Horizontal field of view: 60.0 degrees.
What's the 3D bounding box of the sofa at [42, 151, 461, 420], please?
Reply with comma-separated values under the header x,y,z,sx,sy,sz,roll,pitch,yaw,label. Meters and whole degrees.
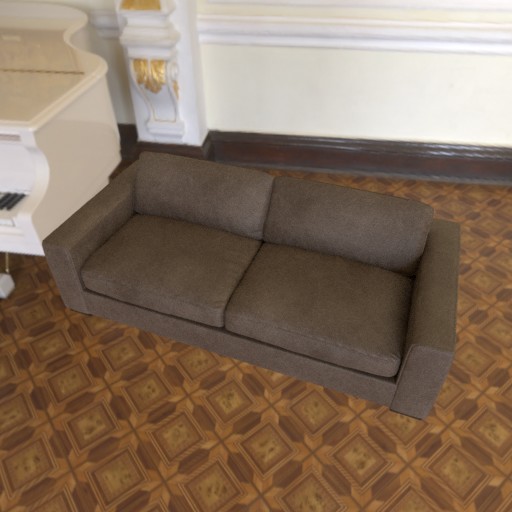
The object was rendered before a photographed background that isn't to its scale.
x,y,z,sx,sy,sz,roll,pitch,yaw,label
0.000,0.000,2.697,2.262,0.801,1.070,14,43,15,sofa
